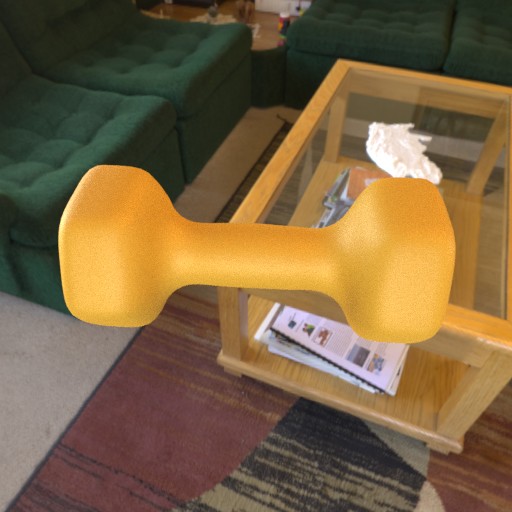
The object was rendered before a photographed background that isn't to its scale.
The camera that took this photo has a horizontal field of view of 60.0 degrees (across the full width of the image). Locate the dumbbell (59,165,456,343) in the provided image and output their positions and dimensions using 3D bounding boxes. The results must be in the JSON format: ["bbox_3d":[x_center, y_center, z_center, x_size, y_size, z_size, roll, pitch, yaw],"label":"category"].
[{"bbox_3d":[0.000,0.000,0.236,0.190,0.082,0.090,3,46,3],"label":"dumbbell"}]
